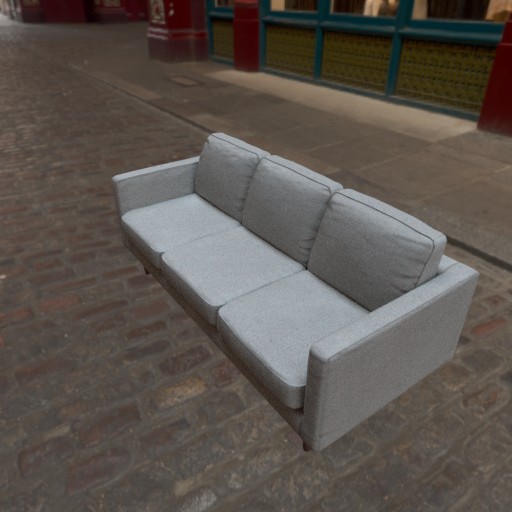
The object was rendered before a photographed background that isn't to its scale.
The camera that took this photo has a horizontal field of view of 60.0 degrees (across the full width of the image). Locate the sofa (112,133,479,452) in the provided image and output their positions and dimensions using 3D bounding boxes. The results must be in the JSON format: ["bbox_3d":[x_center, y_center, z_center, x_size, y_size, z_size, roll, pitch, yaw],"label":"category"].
[{"bbox_3d":[0.000,0.000,2.475,0.944,0.918,1.983,-21,38,-30],"label":"sofa"}]
